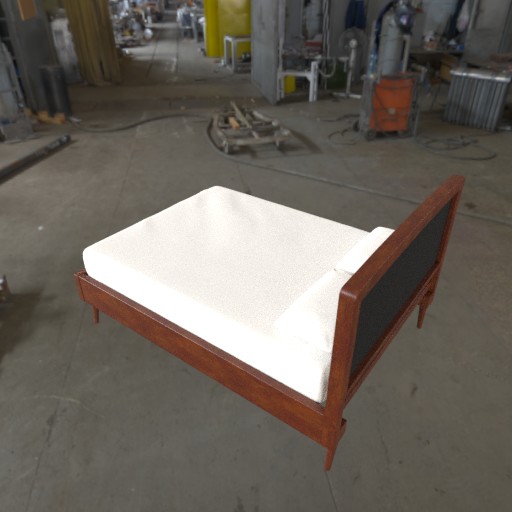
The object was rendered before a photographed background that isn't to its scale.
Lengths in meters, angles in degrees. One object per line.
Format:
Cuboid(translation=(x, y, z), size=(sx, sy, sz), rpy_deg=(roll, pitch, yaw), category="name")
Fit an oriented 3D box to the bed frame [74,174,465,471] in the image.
Cuboid(translation=(0.000, 0.000, 3.170), size=(2.171, 1.279, 1.587), rpy_deg=(22, 38, 30), category="bed frame")
